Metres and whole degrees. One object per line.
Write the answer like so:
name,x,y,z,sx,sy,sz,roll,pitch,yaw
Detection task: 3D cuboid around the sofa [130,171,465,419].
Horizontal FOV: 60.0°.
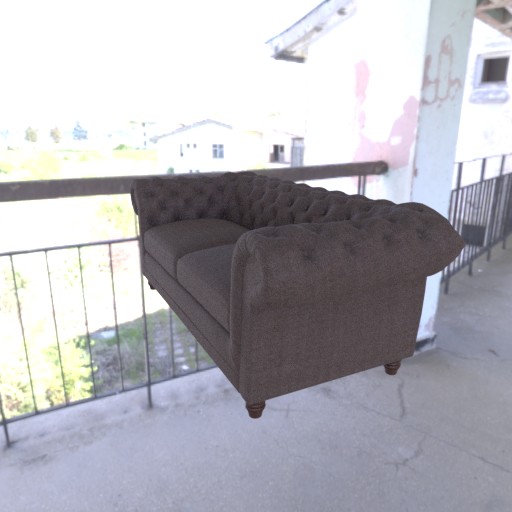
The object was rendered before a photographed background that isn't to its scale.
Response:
sofa,0.000,0.000,2.462,0.944,0.780,2.048,-8,18,-26
